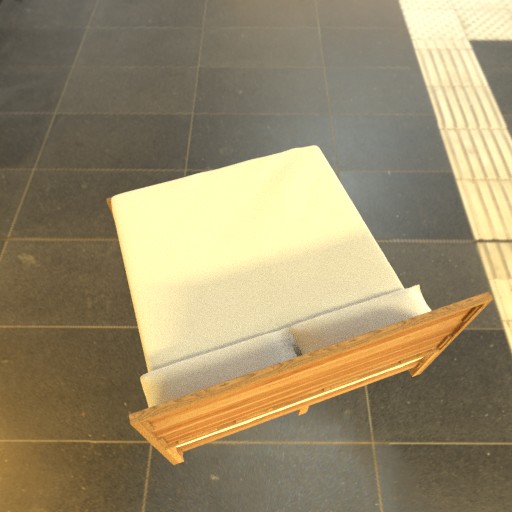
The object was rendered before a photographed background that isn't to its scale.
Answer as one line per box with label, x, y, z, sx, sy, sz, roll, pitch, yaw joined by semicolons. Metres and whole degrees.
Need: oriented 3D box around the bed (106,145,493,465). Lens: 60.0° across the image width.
bed;0.000;0.000;3.366;2.013;1.295;2.184;-16;59;-10
